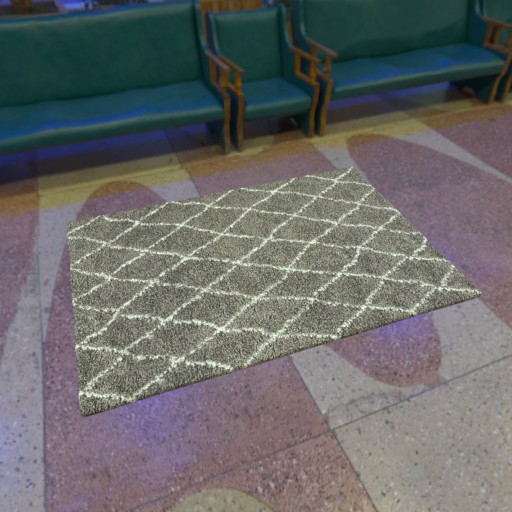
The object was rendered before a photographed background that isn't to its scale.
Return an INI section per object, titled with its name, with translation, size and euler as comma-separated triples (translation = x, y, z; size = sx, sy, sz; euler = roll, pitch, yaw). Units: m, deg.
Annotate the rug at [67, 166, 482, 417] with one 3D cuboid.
[rug]
translation = 0.000, 0.000, 2.242
size = 1.778, 0.030, 1.219
euler = -13, 43, -15
